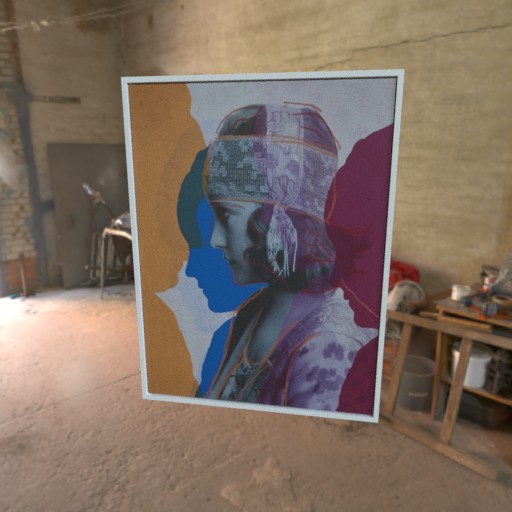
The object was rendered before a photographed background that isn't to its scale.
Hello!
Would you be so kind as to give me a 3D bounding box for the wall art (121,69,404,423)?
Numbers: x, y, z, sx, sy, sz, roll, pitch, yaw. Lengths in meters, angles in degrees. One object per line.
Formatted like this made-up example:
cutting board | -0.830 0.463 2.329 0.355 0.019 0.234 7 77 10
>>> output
wall art | 0.000 0.000 1.369 0.795 1.050 0.039 2 14 10
